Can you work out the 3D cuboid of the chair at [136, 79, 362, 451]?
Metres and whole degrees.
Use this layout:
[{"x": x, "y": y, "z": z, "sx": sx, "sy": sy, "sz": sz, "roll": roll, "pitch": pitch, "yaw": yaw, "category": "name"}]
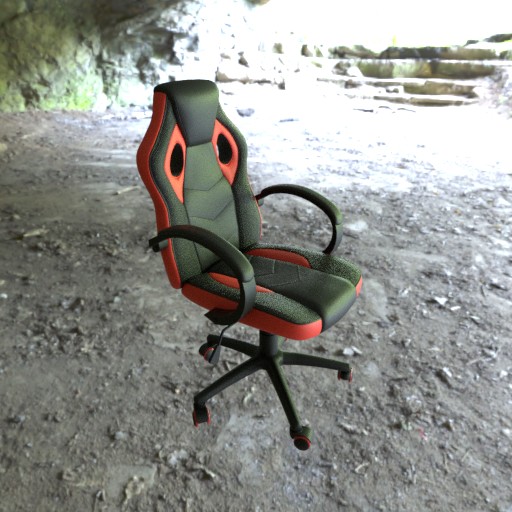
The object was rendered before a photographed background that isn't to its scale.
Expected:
[{"x": 0.000, "y": 0.000, "z": 1.402, "sx": 0.642, "sy": 1.016, "sz": 0.600, "roll": 18, "pitch": 31, "yaw": 33, "category": "chair"}]
